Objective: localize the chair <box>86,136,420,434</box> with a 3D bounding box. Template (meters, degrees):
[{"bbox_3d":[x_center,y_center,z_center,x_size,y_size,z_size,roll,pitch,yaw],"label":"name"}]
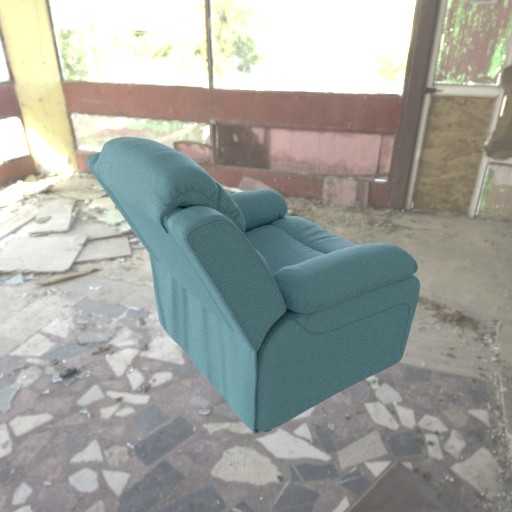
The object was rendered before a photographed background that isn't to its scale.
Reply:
[{"bbox_3d":[0.000,0.000,1.255,0.709,0.702,0.680,-18,32,-31],"label":"chair"}]
